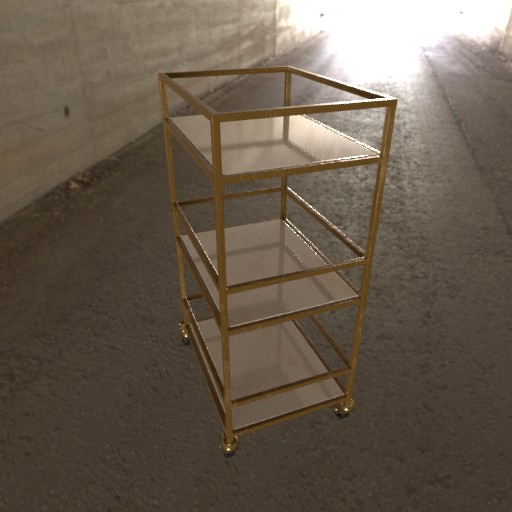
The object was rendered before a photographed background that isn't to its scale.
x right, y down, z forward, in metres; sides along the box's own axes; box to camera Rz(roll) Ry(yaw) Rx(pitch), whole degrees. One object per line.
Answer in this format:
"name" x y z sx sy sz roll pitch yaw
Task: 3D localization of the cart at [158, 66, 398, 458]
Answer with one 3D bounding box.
"cart" 0.000 0.000 1.028 0.332 0.761 0.483 -11 32 -18
